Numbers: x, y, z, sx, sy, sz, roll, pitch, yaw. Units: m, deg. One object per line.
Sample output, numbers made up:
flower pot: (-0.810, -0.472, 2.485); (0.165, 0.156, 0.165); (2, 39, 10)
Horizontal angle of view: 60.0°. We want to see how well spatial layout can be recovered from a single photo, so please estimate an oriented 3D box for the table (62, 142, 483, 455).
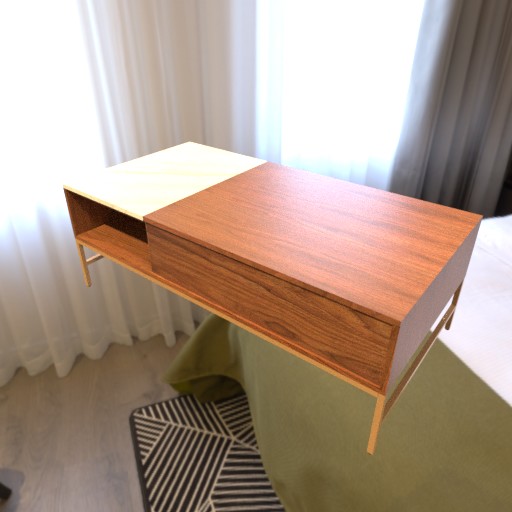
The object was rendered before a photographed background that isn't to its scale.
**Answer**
table: (0.000, 0.000, 1.953); (1.553, 0.551, 0.789); (22, 37, 32)
